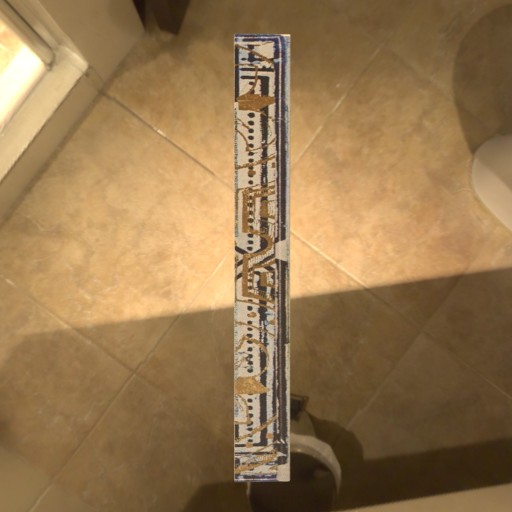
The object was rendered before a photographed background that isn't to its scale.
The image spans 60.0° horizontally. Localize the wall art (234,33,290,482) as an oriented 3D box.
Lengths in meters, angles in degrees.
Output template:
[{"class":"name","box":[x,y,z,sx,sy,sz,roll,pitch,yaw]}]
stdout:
[{"class":"wall art","box":[0.000,0.000,0.451,0.038,0.306,0.302,0,91,-2]}]
